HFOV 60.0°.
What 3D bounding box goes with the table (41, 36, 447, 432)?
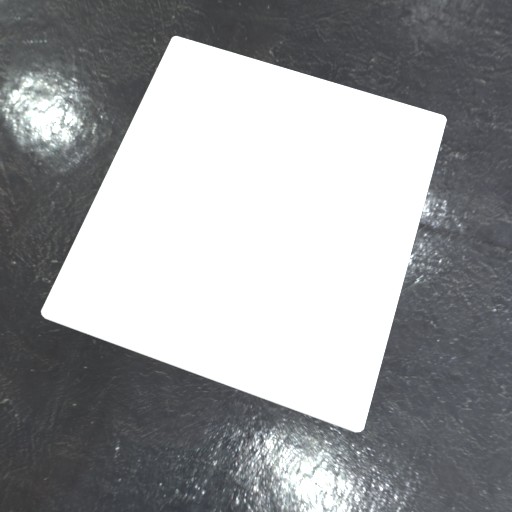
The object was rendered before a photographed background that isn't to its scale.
[{"bbox_3d":[0.000,0.000,0.973,0.500,0.563,0.533,19,76,5],"label":"table"}]
